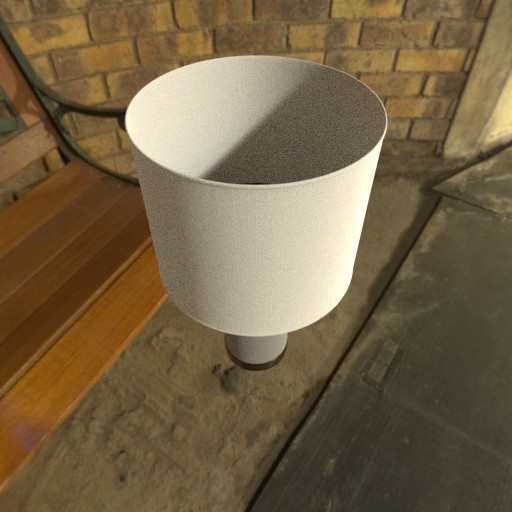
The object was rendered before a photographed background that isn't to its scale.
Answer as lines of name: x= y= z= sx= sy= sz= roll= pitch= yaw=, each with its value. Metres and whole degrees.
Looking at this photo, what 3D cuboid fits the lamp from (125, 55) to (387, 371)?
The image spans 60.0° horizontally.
lamp: x=0.000 y=0.000 z=0.531 sx=0.229 sy=0.380 sz=0.229 roll=0 pitch=46 yaw=0
